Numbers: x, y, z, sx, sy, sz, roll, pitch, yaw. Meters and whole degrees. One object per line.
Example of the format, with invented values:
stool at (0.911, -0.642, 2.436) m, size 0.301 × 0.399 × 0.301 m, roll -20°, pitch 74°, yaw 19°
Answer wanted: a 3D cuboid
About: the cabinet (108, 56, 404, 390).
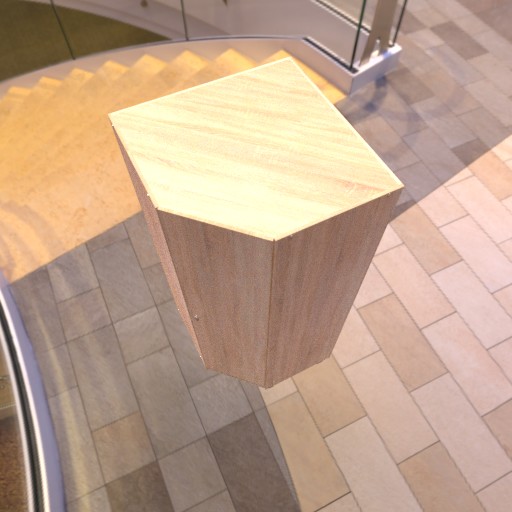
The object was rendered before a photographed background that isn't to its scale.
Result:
cabinet at (0.000, 0.000, 2.843) m, size 1.327 × 2.120 × 1.094 m, roll 16°, pitch 60°, yaw 9°
